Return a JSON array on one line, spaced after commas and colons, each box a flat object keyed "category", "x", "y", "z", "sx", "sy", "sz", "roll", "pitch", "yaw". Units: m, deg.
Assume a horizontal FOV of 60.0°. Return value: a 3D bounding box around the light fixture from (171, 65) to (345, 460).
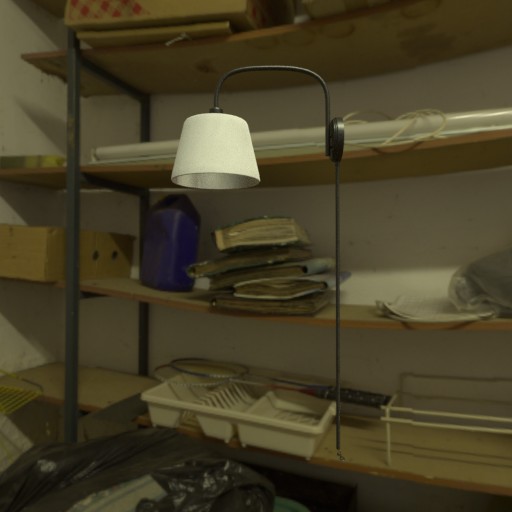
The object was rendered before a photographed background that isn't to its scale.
[{"category": "light fixture", "x": 0.000, "y": 0.000, "z": 0.462, "sx": 0.176, "sy": 0.399, "sz": 0.092, "roll": 0, "pitch": -1, "yaw": 1}]
